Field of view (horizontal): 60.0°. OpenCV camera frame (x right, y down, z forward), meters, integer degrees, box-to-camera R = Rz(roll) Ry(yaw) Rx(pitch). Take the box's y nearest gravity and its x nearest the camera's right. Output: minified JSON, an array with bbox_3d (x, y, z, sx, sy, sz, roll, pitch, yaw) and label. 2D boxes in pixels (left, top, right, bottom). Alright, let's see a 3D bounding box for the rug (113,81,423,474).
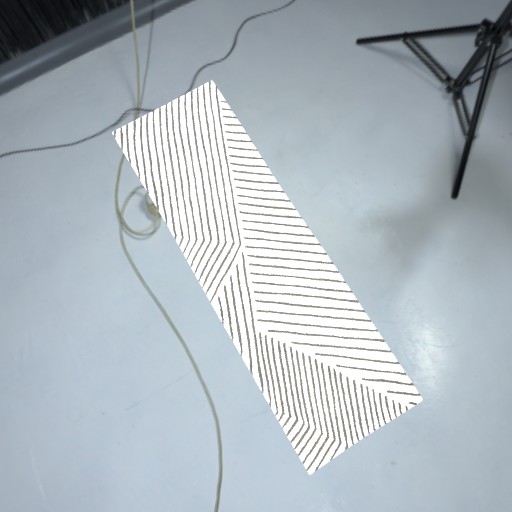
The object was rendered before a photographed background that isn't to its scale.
[{"bbox_3d":[0.000,0.000,2.740,0.773,0.020,2.439,-30,78,-7],"label":"rug"}]
